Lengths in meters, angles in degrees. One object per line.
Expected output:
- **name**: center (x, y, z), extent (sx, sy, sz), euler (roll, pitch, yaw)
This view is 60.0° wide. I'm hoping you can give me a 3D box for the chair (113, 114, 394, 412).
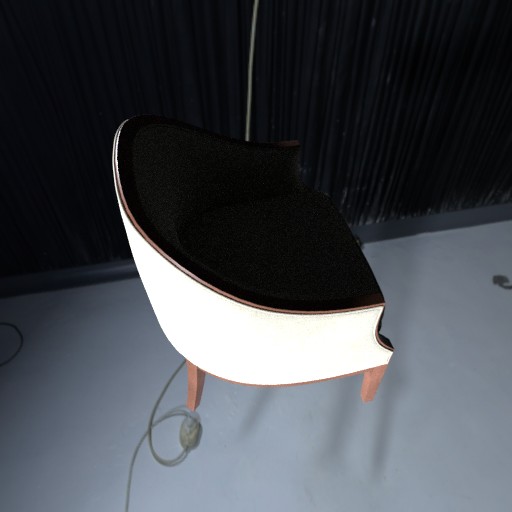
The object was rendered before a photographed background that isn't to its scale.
- **chair**: center (0.000, 0.000, 1.464), extent (0.735, 0.876, 0.803), euler (-10, 48, -9)
